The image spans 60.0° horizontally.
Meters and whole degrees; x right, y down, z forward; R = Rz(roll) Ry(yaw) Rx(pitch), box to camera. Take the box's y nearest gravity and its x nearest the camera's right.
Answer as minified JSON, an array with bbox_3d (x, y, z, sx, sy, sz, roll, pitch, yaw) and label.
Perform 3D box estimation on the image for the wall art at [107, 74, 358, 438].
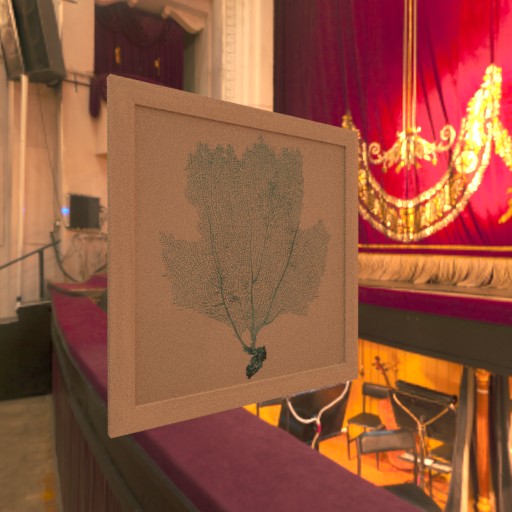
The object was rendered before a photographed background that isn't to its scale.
[{"bbox_3d":[0.000,0.000,0.884,0.584,0.584,0.013,0,1,-35],"label":"wall art"}]
